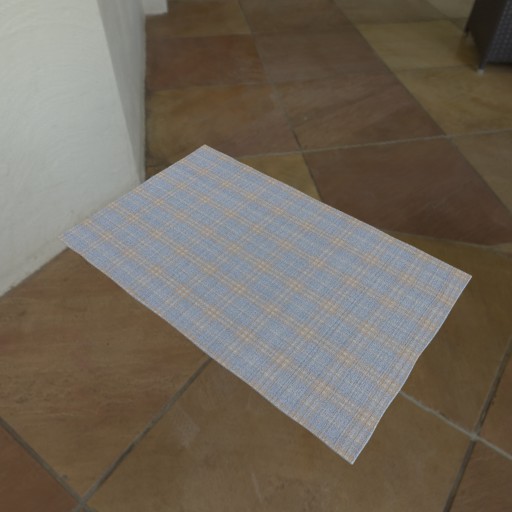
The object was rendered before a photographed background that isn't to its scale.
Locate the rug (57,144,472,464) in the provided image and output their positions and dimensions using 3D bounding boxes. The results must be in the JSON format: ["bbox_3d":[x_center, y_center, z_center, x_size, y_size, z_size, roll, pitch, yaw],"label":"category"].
[{"bbox_3d":[0.000,0.000,3.069,2.460,0.016,1.545,31,54,25],"label":"rug"}]
